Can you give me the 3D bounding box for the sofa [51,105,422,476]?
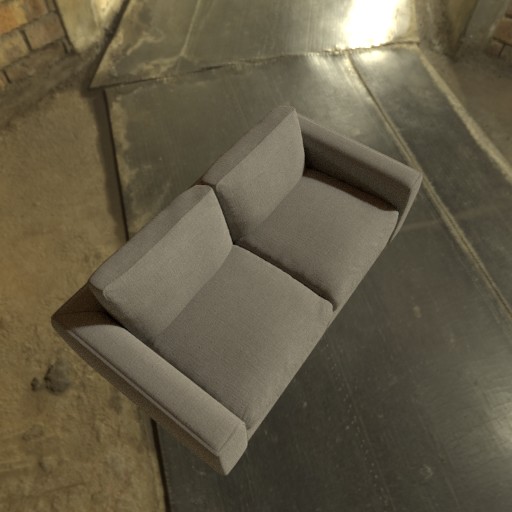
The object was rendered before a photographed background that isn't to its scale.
[{"bbox_3d":[0.000,0.000,2.449,1.069,0.800,1.920,32,63,19],"label":"sofa"}]
